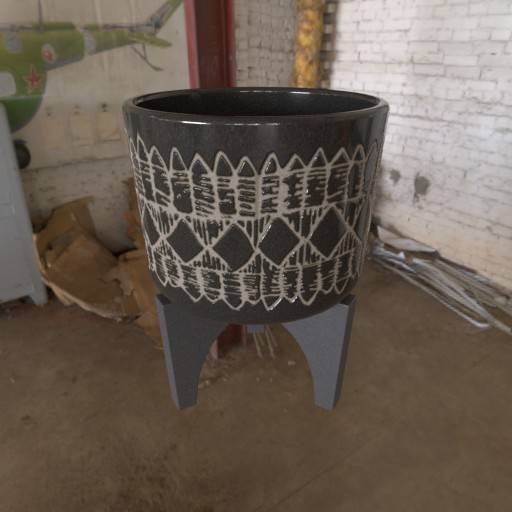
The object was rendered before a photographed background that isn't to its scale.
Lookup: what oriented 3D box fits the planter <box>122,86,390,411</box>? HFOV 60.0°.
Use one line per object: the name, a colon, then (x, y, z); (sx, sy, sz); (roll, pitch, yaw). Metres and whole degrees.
planter: (0.000, 0.000, 0.391); (0.196, 0.264, 0.196); (0, 26, 0)
